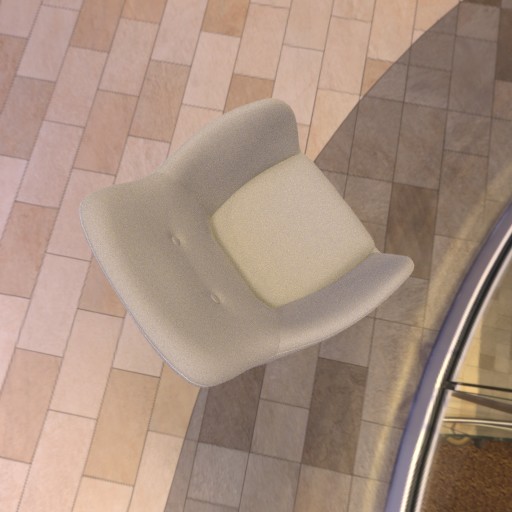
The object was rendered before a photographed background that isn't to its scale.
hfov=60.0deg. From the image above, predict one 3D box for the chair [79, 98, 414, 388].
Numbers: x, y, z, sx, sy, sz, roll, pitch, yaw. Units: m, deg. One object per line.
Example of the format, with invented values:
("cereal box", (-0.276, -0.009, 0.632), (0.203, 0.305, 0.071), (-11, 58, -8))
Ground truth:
("chair", (0.000, 0.000, 1.208), (0.590, 0.830, 0.570), (-34, 79, -7))
